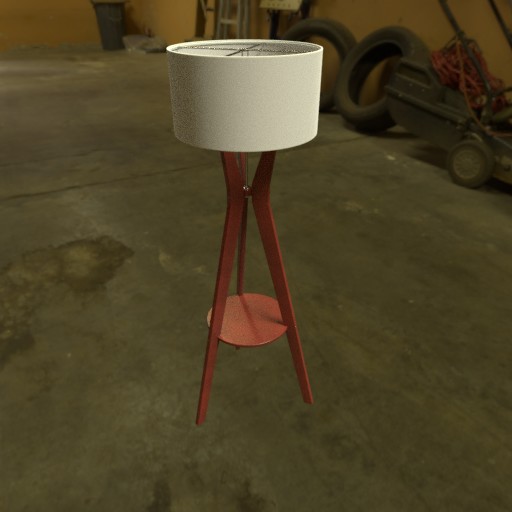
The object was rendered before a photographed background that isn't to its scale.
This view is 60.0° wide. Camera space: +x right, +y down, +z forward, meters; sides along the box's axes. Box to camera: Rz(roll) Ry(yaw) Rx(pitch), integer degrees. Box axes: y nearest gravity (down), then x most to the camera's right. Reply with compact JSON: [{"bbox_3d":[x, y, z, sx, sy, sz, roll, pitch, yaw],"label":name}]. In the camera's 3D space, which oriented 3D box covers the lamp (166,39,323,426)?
[{"bbox_3d":[0.000,0.000,1.720,0.542,1.472,0.539,9,32,15],"label":"lamp"}]
